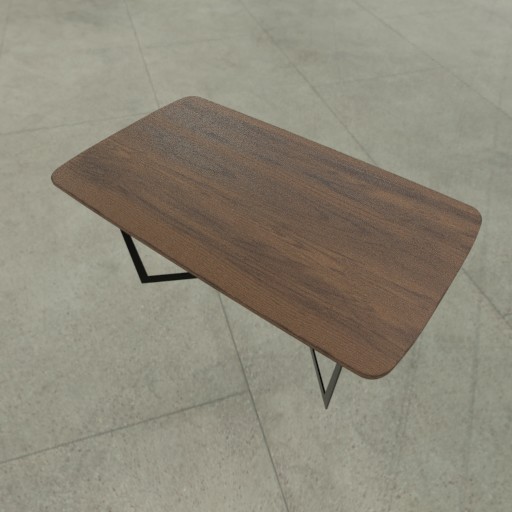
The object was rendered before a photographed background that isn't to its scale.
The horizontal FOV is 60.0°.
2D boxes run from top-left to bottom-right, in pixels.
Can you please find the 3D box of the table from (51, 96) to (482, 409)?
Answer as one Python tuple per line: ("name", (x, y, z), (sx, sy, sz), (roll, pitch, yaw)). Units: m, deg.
("table", (0.000, 0.000, 2.121), (1.643, 0.765, 0.949), (29, 54, 24))
